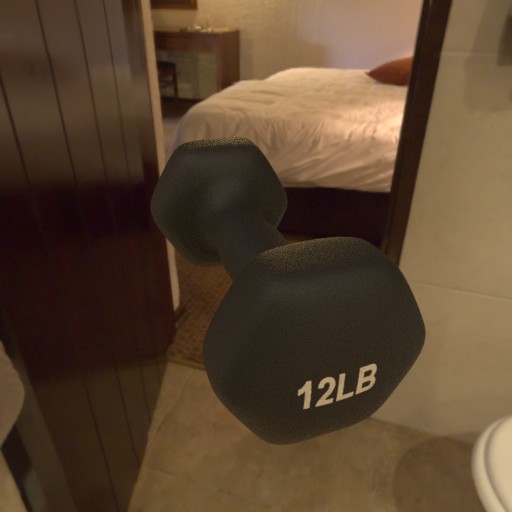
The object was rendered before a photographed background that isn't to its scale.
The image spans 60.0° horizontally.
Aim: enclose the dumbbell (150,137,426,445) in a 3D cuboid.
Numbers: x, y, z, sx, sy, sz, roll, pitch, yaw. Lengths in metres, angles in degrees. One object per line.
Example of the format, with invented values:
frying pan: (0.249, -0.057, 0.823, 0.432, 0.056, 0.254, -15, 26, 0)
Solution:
dumbbell: (0.000, 0.000, 0.288, 0.112, 0.101, 0.231, -10, 32, -16)
